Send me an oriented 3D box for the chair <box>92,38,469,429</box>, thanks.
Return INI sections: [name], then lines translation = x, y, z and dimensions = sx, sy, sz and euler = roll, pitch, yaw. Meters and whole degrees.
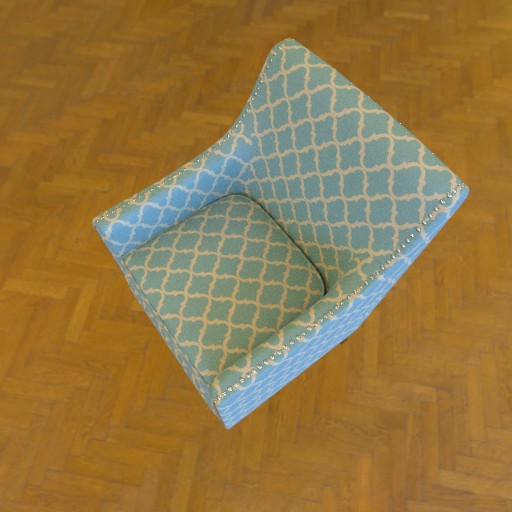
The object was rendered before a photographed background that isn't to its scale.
[chair]
translation = 0.000, 0.000, 1.291
dimensions = 0.686, 0.817, 0.617
euler = -34, 68, -16
